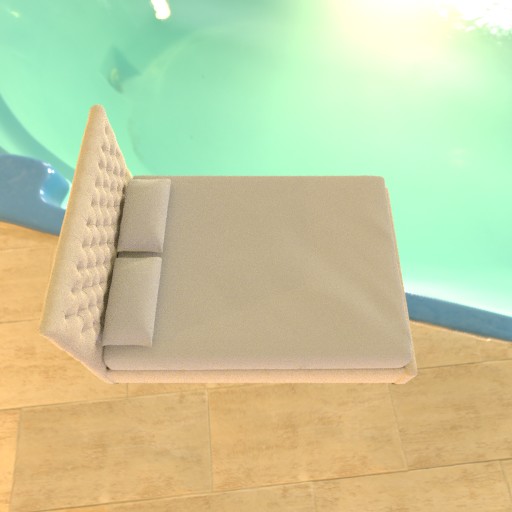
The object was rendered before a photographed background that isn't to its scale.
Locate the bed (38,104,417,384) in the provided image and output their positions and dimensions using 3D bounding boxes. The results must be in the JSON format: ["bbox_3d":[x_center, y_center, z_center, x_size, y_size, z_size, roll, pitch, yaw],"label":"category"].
[{"bbox_3d":[0.000,0.000,3.372,2.387,1.427,1.698,0,63,0],"label":"bed"}]
